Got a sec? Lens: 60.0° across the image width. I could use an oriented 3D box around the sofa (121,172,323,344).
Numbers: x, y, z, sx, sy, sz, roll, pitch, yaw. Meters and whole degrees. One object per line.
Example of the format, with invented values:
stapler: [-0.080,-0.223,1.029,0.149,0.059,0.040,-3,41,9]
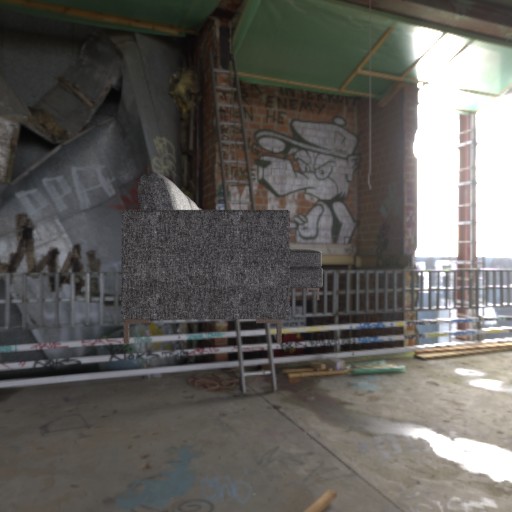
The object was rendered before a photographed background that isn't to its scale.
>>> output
sofa: [0.000,0.000,4.096,1.488,0.970,3.384,0,0,0]
